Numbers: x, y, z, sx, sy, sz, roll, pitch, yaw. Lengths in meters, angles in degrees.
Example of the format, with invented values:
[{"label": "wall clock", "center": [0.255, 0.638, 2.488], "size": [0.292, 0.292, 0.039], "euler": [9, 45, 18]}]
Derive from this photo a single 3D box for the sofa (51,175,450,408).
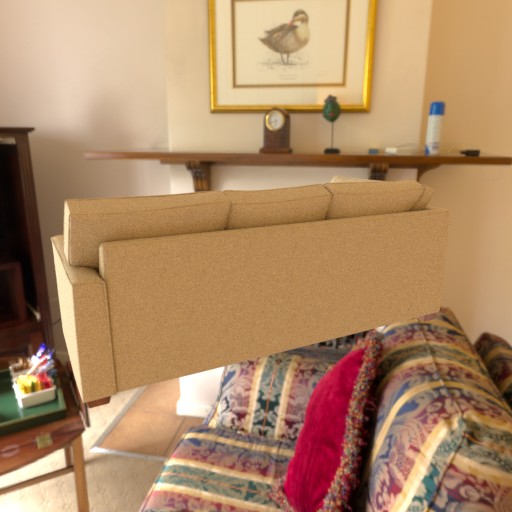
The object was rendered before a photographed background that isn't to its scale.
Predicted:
[{"label": "sofa", "center": [0.000, 0.000, 2.840], "size": [2.317, 0.962, 1.061], "euler": [-8, 17, -27]}]
